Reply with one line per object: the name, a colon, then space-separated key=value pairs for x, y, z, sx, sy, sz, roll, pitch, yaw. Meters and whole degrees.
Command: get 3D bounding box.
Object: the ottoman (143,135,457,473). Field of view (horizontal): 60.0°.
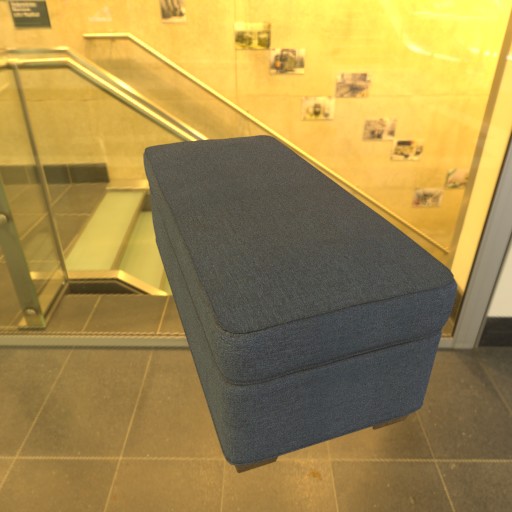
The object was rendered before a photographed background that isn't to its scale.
ottoman: x=0.000 y=0.000 z=1.348 sx=0.515 sy=0.460 sz=1.110 roll=-10 pitch=32 yaw=-16
